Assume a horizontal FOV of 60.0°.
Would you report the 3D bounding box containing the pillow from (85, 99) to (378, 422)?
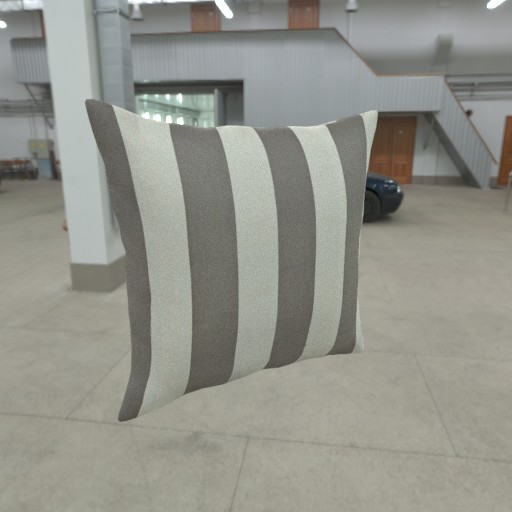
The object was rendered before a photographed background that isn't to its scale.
[{"bbox_3d":[0.000,0.000,0.783,0.522,0.507,0.192,-7,17,-26],"label":"pillow"}]
